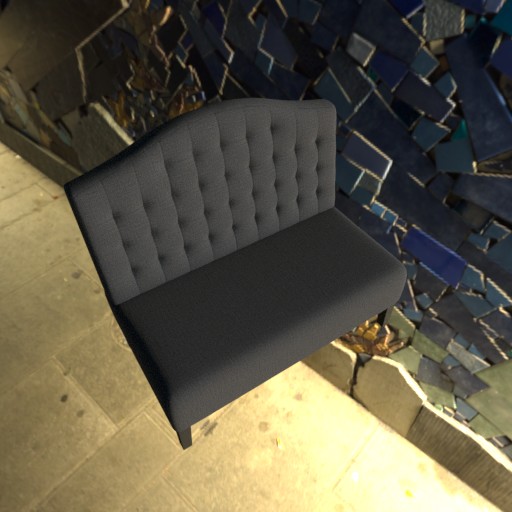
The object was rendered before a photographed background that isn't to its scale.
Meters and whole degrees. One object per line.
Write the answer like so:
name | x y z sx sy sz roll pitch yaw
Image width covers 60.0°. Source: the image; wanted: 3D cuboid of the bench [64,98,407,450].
bench | 0.000 0.000 2.089 1.335 1.180 0.815 -25 51 -22
